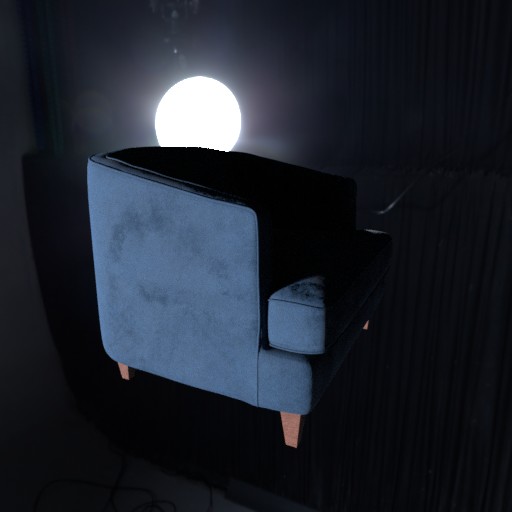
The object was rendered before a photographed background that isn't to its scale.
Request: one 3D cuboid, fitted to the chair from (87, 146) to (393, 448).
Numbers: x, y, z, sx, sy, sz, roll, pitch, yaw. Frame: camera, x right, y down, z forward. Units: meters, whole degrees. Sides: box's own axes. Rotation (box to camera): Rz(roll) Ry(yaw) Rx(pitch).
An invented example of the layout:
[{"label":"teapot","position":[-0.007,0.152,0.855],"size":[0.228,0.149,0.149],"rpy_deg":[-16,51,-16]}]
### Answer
[{"label":"chair","position":[0.000,0.000,1.776],"size":[0.940,0.852,1.094],"rpy_deg":[7,16,25]}]
